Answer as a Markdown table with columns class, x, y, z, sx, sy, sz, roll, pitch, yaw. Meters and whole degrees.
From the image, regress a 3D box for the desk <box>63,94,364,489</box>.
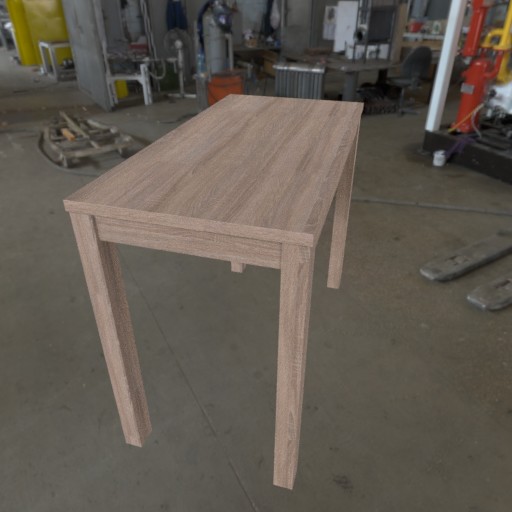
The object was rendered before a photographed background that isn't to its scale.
| class | x | y | z | sx | sy | sz | roll | pitch | yaw |
| --- | --- | --- | --- | --- | --- | --- | --- | --- | --- |
| desk | 0.000 | 0.000 | 1.411 | 0.495 | 0.762 | 0.991 | 9 | 33 | 14 |
